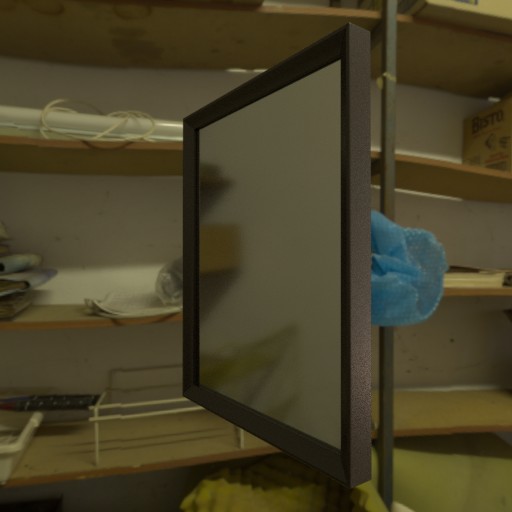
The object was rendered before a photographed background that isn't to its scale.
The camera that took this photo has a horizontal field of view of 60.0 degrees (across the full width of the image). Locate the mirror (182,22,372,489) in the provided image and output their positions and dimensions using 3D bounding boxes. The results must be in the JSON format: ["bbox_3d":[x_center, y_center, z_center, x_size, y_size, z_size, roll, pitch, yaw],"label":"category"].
[{"bbox_3d":[0.000,0.000,0.659,0.041,0.509,0.406,0,-1,-36],"label":"mirror"}]
